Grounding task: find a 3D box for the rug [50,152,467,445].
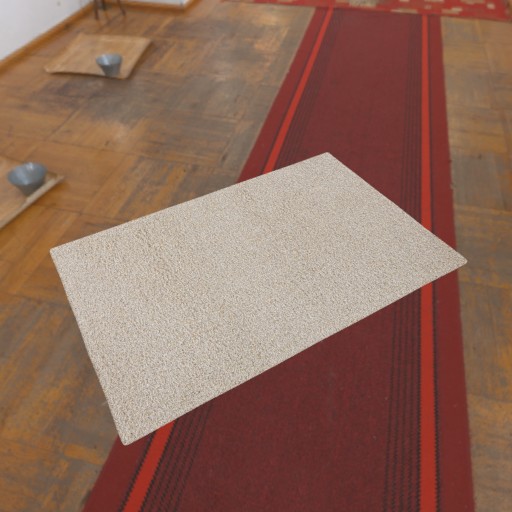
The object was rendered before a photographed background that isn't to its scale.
[{"bbox_3d":[0.000,0.000,3.454,2.743,0.030,1.778,-23,50,-21],"label":"rug"}]
